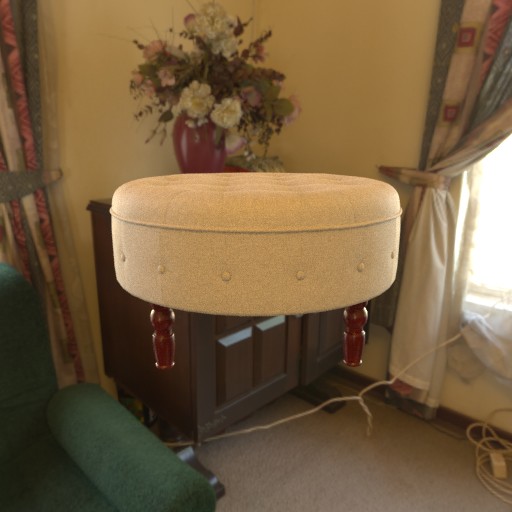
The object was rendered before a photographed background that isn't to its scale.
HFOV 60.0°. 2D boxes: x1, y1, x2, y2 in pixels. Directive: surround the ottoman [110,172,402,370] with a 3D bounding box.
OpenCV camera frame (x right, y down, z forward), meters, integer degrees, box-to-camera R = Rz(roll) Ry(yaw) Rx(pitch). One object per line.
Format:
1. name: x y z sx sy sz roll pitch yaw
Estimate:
1. ottoman: 0.000 0.000 1.391 0.849 0.478 0.849 0 14 0
